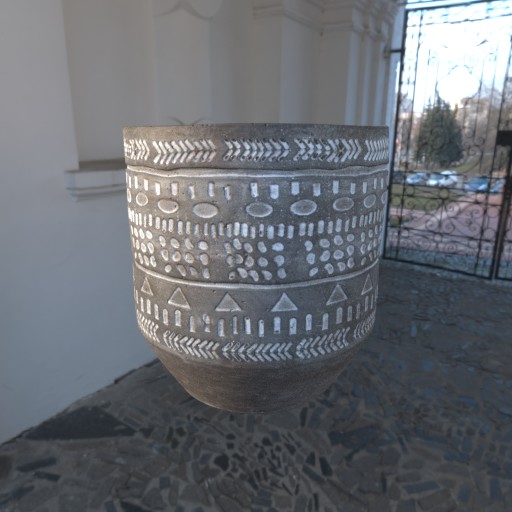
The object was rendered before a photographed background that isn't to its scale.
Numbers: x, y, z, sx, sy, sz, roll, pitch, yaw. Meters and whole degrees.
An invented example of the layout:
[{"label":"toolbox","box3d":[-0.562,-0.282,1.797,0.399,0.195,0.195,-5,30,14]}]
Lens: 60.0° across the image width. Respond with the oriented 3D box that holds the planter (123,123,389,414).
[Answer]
[{"label":"planter","box3d":[0.000,0.000,0.225,0.122,0.128,0.122,0,16,0]}]
